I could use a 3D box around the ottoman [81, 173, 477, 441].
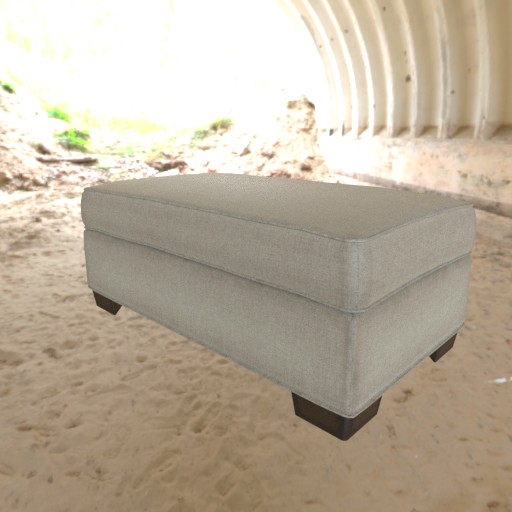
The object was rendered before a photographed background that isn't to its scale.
[{"bbox_3d":[0.000,0.000,1.384,1.097,0.461,0.617,15,22,42],"label":"ottoman"}]
